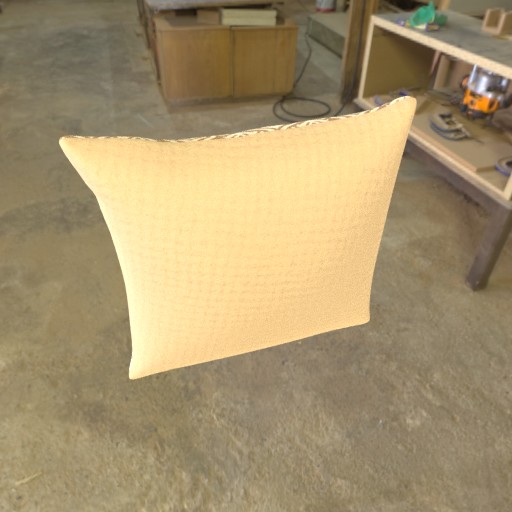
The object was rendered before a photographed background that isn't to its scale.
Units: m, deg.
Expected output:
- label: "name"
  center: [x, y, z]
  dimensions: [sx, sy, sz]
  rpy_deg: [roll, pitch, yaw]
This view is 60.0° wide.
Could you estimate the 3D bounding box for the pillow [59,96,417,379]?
- label: "pillow"
  center: [0.000, 0.000, 0.621]
  dimensions: [0.419, 0.407, 0.173]
  rpy_deg: [-11, 41, -13]
